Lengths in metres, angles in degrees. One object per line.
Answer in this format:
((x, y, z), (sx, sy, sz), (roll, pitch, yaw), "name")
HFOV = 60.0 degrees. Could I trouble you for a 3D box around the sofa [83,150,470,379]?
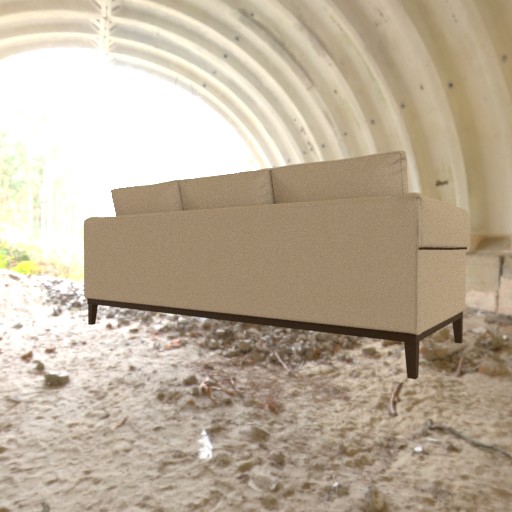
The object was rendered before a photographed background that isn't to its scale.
((0.000, 0.000, 2.641), (2.198, 0.911, 0.902), (1, 1, 36), "sofa")
